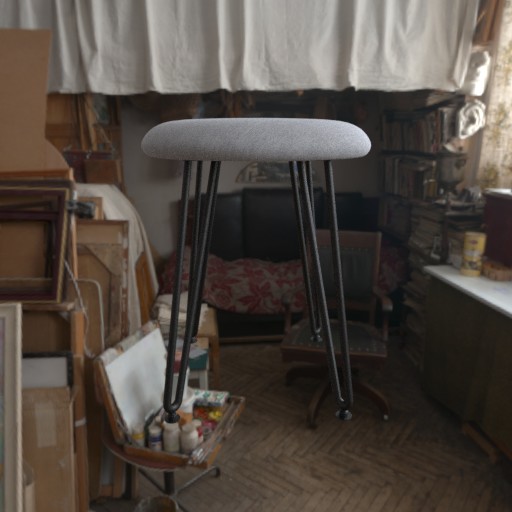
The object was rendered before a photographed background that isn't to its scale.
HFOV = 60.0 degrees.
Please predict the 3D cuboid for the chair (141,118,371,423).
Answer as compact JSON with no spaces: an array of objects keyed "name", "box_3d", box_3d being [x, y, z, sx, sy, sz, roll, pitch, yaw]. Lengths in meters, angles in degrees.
[{"name":"chair","box_3d":[0.000,0.000,0.656,0.350,0.386,0.350,14,21,41]}]
